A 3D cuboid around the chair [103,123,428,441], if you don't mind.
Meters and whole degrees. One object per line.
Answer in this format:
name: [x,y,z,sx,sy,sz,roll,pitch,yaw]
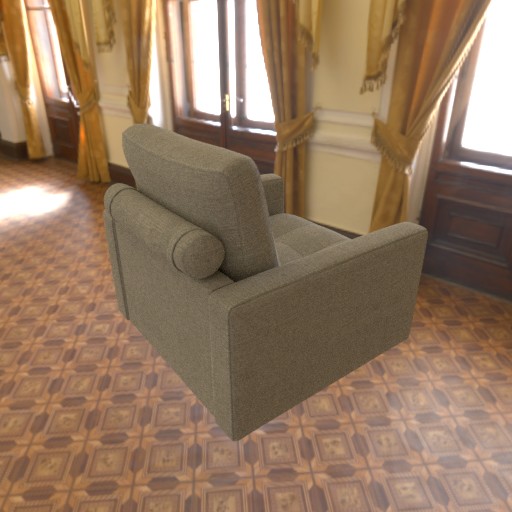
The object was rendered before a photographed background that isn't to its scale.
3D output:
chair: [0.000,0.000,1.551,0.843,0.880,0.821,-19,32,-33]
